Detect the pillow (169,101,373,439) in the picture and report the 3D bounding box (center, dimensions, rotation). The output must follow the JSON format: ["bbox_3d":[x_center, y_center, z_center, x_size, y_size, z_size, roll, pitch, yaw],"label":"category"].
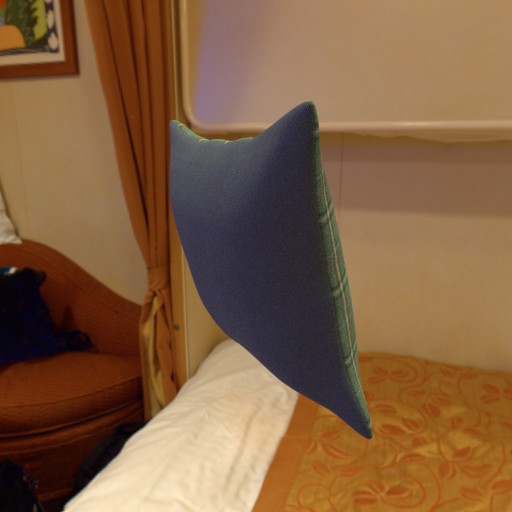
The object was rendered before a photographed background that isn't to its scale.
[{"bbox_3d":[0.000,0.000,0.702,0.200,0.430,0.453,-7,16,-27],"label":"pillow"}]
